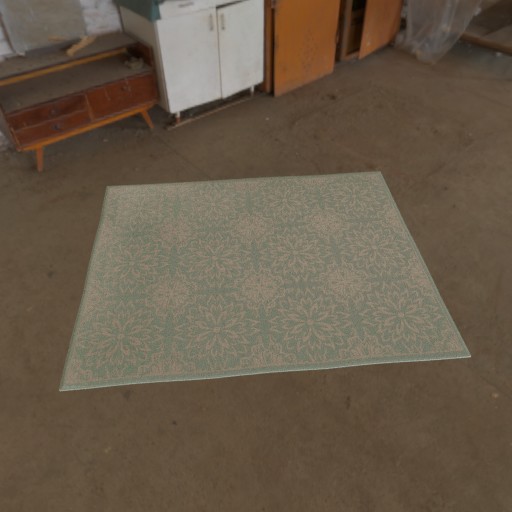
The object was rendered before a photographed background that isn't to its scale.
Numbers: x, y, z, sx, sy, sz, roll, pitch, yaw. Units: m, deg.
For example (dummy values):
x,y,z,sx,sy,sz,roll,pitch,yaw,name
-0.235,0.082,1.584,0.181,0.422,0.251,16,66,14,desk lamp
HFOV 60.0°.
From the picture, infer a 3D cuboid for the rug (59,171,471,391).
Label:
x,y,z,sx,sy,sz,roll,pitch,yaw,name
0.000,0.000,4.003,2.980,0.012,2.363,-4,46,-4,rug
